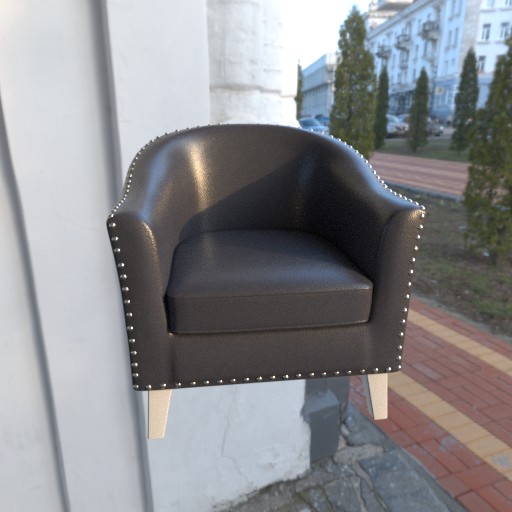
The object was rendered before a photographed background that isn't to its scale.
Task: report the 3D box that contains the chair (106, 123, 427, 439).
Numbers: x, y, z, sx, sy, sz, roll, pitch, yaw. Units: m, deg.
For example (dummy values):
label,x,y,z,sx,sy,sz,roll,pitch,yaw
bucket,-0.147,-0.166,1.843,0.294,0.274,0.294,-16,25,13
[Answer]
label,x,y,z,sx,sy,sz,roll,pitch,yaw
chair,0.000,0.000,1.452,0.794,0.823,0.748,-2,18,-7
